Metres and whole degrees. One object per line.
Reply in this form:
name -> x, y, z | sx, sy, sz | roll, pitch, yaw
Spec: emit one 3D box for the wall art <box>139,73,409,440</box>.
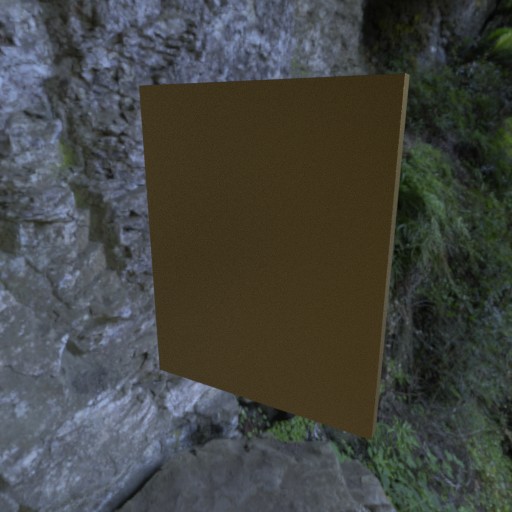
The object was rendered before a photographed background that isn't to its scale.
wall art -> 0.000, 0.000, 1.034 | 0.610, 0.762, 0.038 | 9, 19, 27
